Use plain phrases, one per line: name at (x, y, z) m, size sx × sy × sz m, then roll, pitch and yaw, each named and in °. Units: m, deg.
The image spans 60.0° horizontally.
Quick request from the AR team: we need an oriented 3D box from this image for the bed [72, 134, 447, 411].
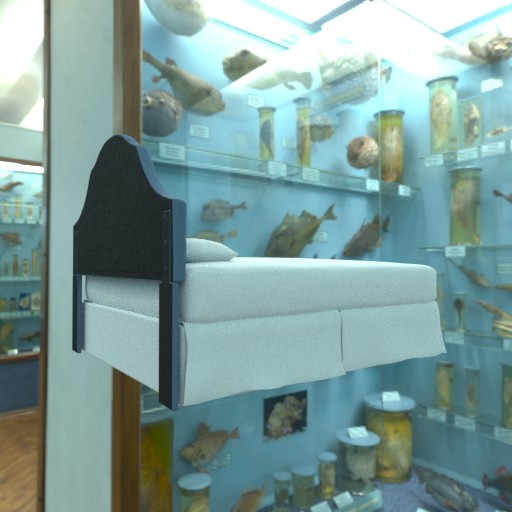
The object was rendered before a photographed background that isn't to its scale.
bed at (0.000, 0.000, 3.755) m, size 2.477 × 1.617 × 2.039 m, roll 1°, pitch -1°, yaw -36°
